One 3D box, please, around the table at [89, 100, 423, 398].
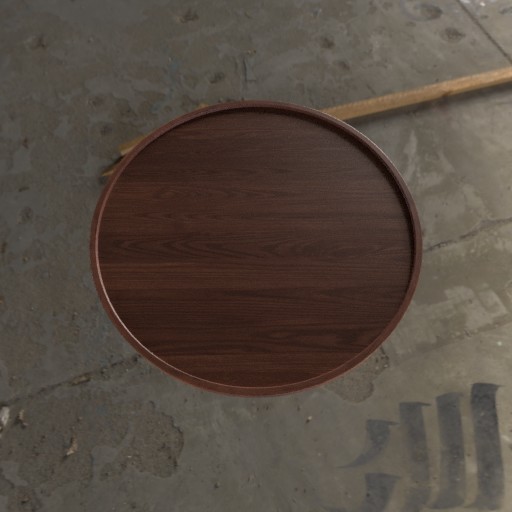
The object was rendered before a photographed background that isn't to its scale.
[{"bbox_3d":[0.000,0.000,1.239,0.800,0.360,0.800,0,65,0],"label":"table"}]
